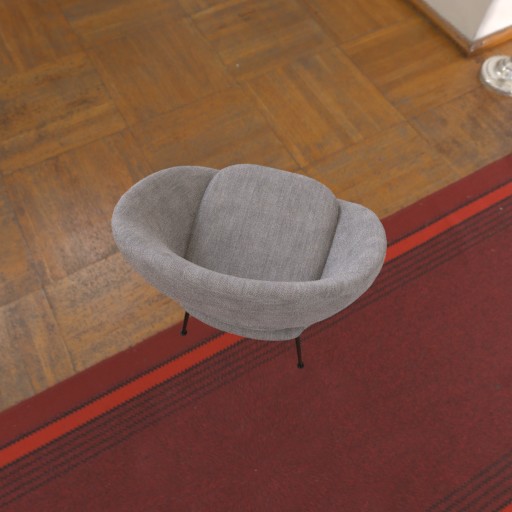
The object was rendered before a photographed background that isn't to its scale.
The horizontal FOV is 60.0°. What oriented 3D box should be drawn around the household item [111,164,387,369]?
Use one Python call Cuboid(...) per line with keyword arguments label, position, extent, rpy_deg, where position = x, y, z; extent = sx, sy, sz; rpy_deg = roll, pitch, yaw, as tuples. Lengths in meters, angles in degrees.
Cuboid(label="household item", position=(0.000, 0.000, 1.281), extent=(0.643, 0.869, 0.587), rpy_deg=(14, 65, 7))
